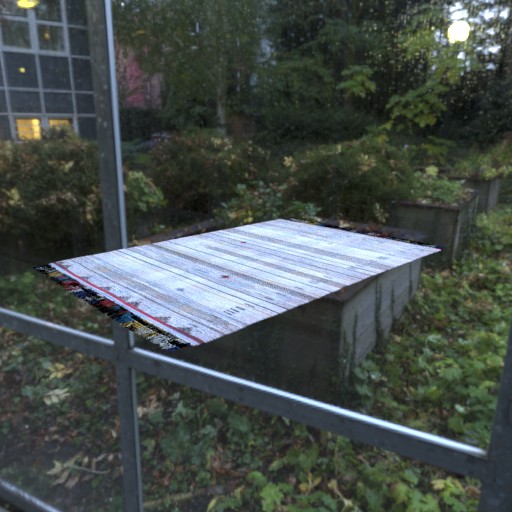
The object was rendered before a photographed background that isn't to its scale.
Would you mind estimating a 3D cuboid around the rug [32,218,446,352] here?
[{"bbox_3d":[0.000,0.000,2.299,1.848,0.012,1.217,-14,21,-41],"label":"rug"}]
